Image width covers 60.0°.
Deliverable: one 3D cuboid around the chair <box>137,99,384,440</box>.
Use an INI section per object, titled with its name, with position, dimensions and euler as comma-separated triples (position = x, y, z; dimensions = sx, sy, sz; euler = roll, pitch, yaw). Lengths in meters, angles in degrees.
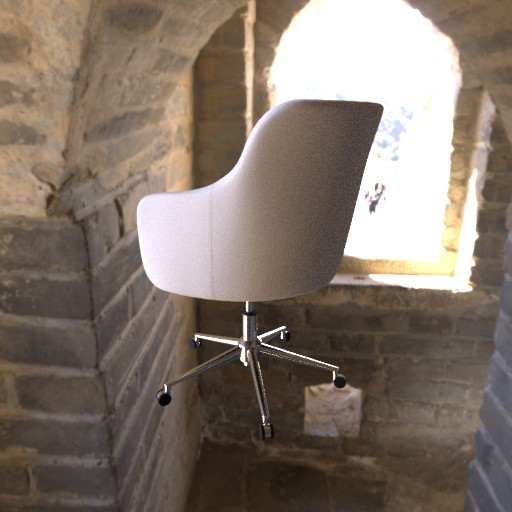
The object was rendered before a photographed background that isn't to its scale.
[chair]
position = 0.000, 0.000, 1.261
dimensions = 0.602, 0.819, 0.647
euler = -16, 23, -42
